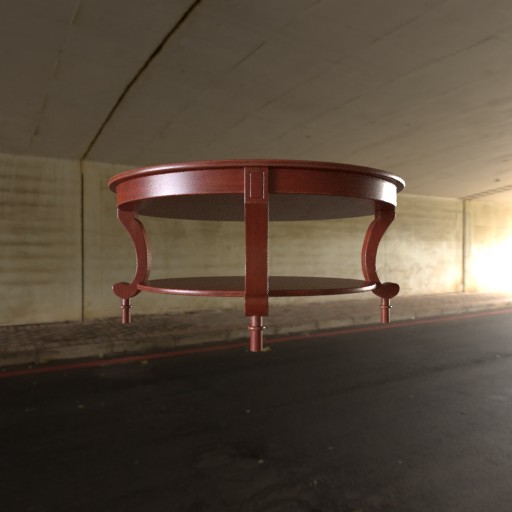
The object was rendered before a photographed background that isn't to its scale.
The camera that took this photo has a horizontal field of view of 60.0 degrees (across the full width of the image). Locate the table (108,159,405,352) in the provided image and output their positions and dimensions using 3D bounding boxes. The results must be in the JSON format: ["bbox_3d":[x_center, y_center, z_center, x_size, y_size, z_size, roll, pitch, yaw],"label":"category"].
[{"bbox_3d":[0.000,0.000,1.612,1.029,0.486,1.029,0,0,0],"label":"table"}]
